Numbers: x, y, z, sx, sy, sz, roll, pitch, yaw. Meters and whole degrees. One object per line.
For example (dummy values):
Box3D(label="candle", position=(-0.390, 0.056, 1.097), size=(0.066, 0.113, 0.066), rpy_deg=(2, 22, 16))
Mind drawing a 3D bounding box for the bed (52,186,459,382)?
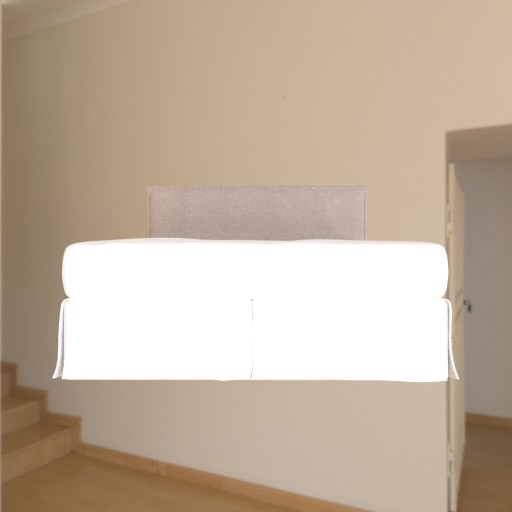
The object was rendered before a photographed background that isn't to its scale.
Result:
Box3D(label="bed", position=(0.000, 0.000, 3.268), size=(2.170, 1.346, 1.914), rpy_deg=(0, -1, 0))
